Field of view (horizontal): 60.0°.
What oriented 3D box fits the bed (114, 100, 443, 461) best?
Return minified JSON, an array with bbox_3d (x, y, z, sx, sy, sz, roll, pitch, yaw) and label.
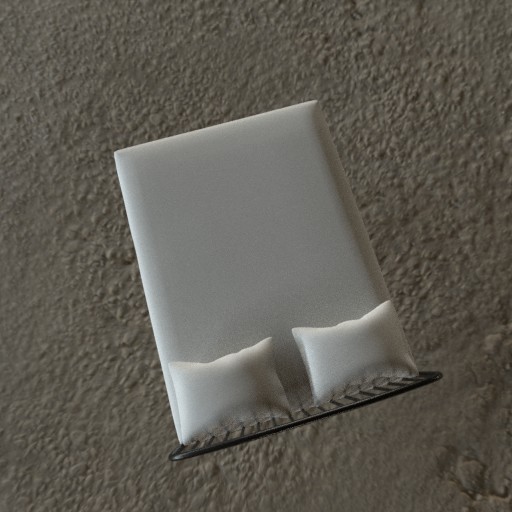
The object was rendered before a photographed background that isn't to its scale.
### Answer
[{"bbox_3d":[0.000,0.000,3.093,1.618,1.166,2.159,-16,76,-4],"label":"bed"}]
